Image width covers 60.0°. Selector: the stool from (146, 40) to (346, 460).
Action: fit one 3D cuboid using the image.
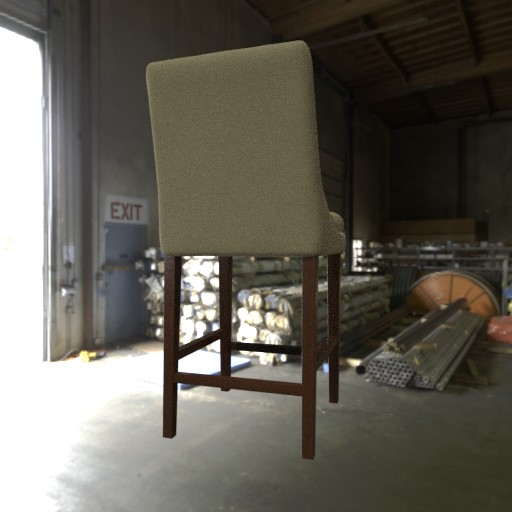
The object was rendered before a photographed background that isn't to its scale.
[{"bbox_3d":[0.000,0.000,1.304,0.470,0.981,0.577,0,1,18],"label":"stool"}]
